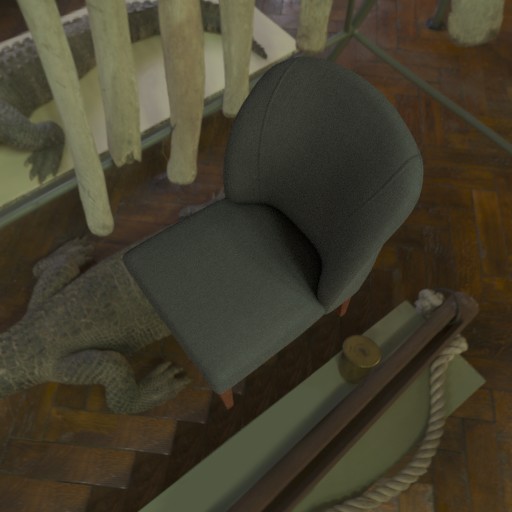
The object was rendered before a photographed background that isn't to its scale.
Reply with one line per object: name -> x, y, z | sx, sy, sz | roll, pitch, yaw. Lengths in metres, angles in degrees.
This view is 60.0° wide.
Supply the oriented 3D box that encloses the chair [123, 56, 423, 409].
chair -> 0.000, 0.000, 1.247 | 0.619, 0.879, 0.506 | -35, 68, -16
